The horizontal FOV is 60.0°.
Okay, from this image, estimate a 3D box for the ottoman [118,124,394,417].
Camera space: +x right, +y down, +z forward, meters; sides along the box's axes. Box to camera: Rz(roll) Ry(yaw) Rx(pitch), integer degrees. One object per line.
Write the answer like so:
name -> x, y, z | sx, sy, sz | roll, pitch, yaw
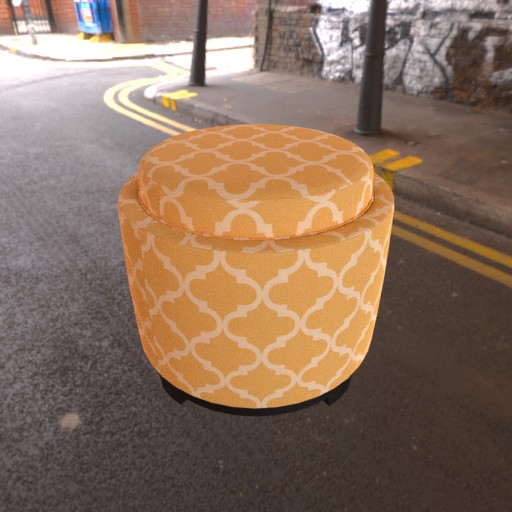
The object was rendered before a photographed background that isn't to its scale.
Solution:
ottoman -> 0.000, 0.000, 0.854 | 0.480, 0.429, 0.480 | 0, 31, 0
